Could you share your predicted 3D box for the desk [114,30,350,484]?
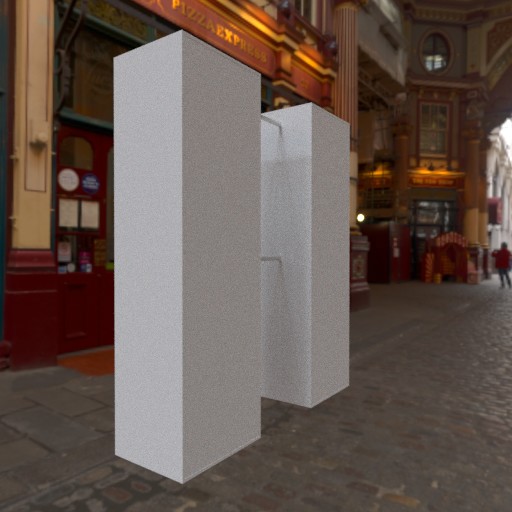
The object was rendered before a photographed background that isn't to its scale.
[{"bbox_3d":[0.000,0.000,2.809,0.480,2.000,1.770,0,1,36],"label":"desk"}]
